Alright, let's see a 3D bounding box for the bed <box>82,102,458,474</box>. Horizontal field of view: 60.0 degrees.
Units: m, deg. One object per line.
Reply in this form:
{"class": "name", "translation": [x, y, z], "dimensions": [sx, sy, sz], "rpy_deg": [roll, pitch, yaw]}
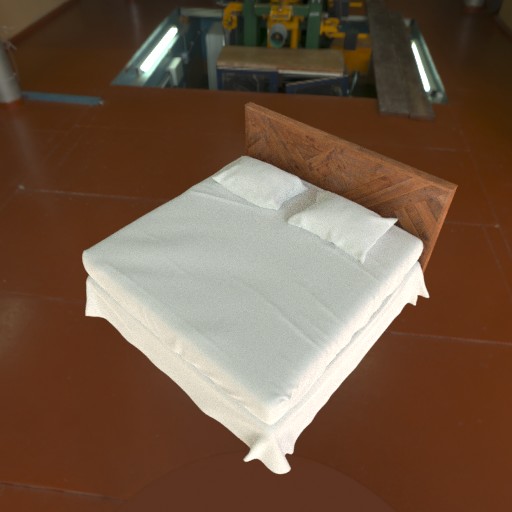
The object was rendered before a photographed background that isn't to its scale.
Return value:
{"class": "bed", "translation": [0.000, 0.000, 3.503], "dimensions": [2.255, 1.158, 2.165], "rpy_deg": [32, 53, 28]}
